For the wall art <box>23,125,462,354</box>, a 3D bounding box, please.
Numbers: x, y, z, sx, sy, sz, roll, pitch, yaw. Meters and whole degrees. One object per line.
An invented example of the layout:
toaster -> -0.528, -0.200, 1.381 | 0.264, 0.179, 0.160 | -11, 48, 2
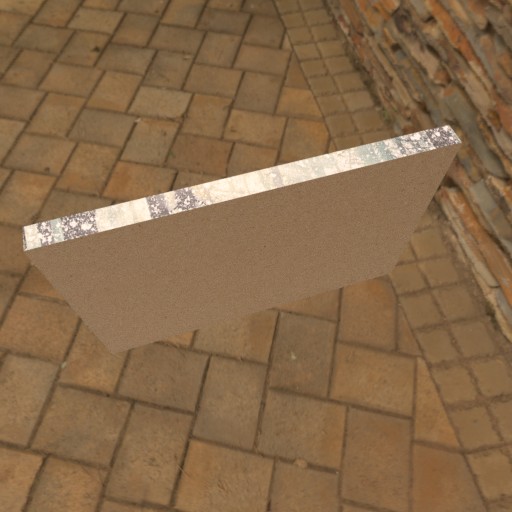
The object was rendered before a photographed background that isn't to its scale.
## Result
wall art -> 0.000, 0.000, 0.777 | 0.618, 0.398, 0.042 | -15, 60, -9
